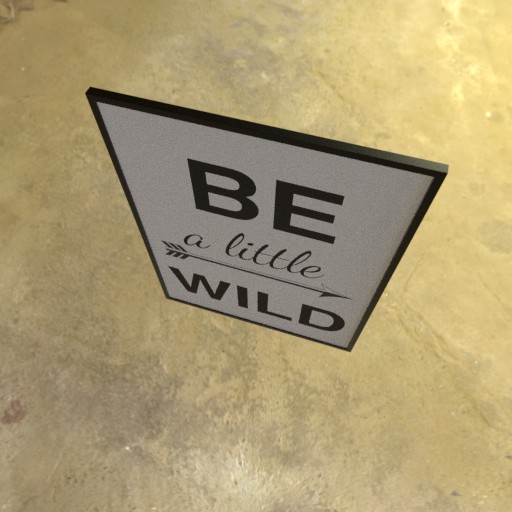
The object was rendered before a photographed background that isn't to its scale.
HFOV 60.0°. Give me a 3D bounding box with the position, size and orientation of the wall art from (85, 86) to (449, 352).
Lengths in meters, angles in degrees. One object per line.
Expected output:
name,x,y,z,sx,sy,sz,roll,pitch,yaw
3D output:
wall art,0.000,0.000,0.769,0.442,0.582,0.013,15,60,9
